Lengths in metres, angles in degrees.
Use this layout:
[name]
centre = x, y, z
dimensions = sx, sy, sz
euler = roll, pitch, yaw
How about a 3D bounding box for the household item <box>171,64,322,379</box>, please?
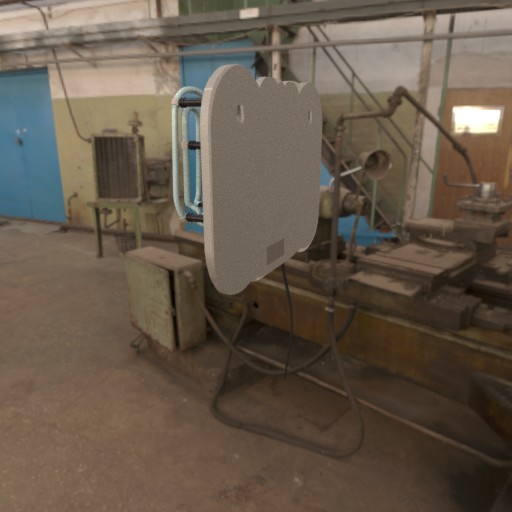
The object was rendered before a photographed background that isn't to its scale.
[household item]
centre = 0.000, 0.000, 0.389
dimensions = 0.042, 0.294, 0.211
euler = 8, 18, 25
